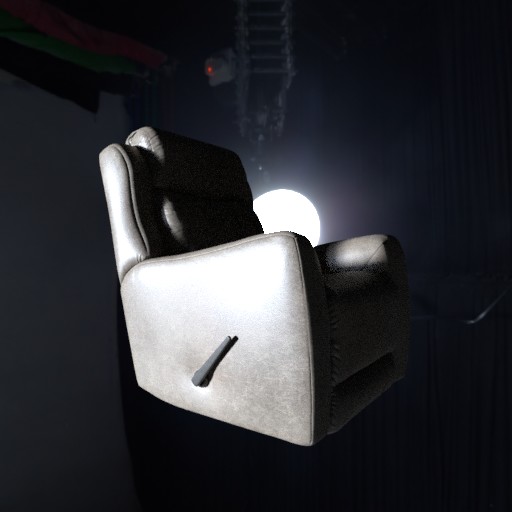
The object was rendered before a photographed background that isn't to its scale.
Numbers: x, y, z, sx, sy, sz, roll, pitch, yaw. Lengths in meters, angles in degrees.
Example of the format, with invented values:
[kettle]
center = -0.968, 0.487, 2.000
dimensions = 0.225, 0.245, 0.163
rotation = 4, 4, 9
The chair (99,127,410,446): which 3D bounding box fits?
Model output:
[chair]
center = 0.000, 0.000, 1.909
dimensions = 1.068, 1.116, 0.967
rotation = 1, 1, 36
